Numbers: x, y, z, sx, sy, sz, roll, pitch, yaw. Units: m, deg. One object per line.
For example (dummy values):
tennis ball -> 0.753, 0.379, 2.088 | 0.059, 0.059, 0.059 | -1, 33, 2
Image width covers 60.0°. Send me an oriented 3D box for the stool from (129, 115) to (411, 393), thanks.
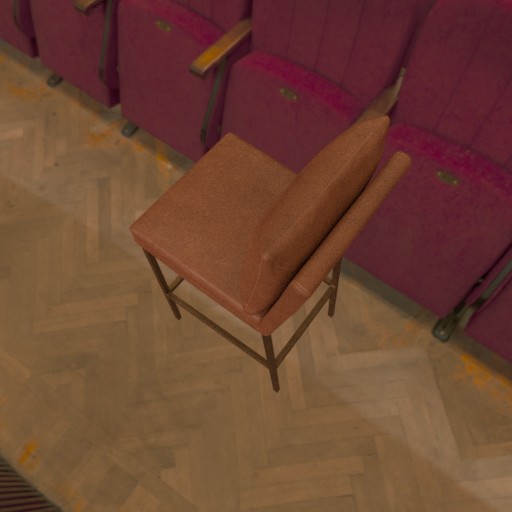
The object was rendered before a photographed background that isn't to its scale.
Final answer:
stool -> 0.000, 0.000, 1.428 | 0.571, 1.124, 0.463 | 34, 68, 16
